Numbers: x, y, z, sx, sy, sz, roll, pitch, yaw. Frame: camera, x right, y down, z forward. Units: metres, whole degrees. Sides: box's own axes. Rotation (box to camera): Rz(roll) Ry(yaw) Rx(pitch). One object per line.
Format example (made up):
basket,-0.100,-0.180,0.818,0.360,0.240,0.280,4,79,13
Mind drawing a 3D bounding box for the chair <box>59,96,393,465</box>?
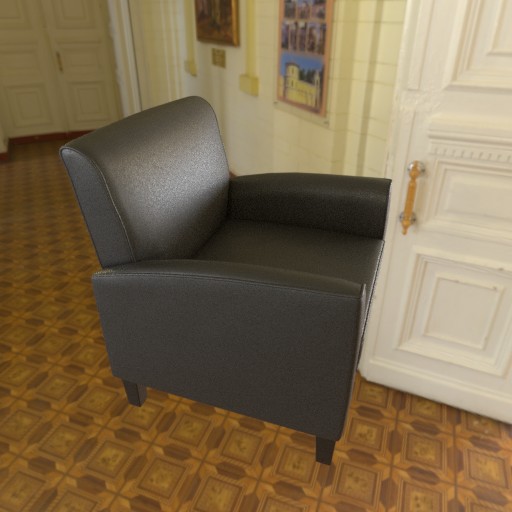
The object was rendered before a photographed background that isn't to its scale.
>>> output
chair,0.000,0.000,1.525,0.819,0.916,0.820,10,31,17
